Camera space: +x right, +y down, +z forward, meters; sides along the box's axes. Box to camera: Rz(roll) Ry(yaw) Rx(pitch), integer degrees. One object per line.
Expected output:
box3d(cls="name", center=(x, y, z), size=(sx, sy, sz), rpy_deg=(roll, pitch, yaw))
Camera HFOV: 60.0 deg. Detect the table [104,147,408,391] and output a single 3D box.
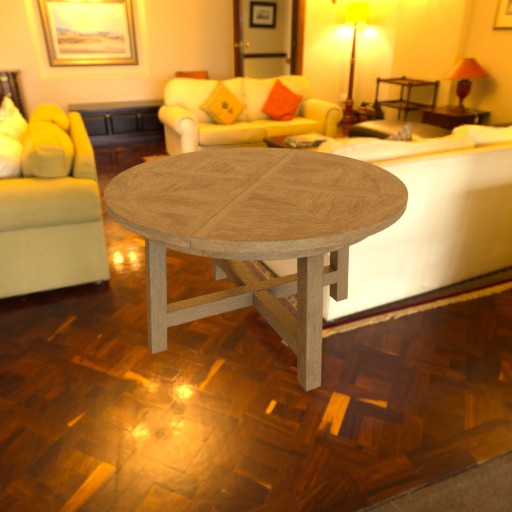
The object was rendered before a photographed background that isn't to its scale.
box3d(cls="table", center=(0.000, 0.000, 2.177), size=(1.319, 0.762, 1.319), rpy_deg=(0, 27, 0))
